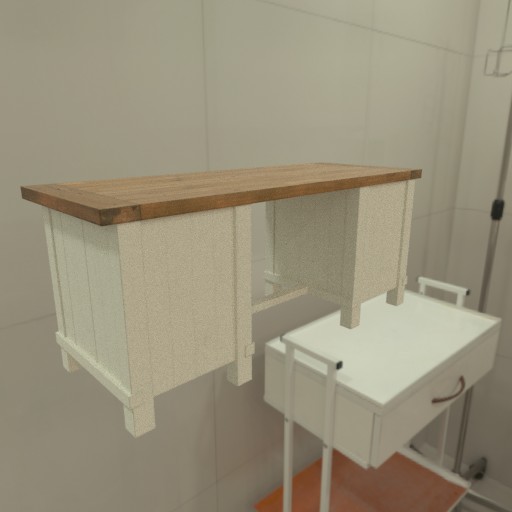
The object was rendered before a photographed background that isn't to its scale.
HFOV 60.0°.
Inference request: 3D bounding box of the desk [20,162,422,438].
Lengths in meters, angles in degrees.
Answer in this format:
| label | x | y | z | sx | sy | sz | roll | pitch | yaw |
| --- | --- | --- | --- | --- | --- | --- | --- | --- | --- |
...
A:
| label | x | y | z | sx | sy | sz | roll | pitch | yaw |
| --- | --- | --- | --- | --- | --- | --- | --- | --- | --- |
| desk | 0.000 | 0.000 | 2.137 | 1.803 | 0.760 | 0.688 | -15 | 22 | -41 |
